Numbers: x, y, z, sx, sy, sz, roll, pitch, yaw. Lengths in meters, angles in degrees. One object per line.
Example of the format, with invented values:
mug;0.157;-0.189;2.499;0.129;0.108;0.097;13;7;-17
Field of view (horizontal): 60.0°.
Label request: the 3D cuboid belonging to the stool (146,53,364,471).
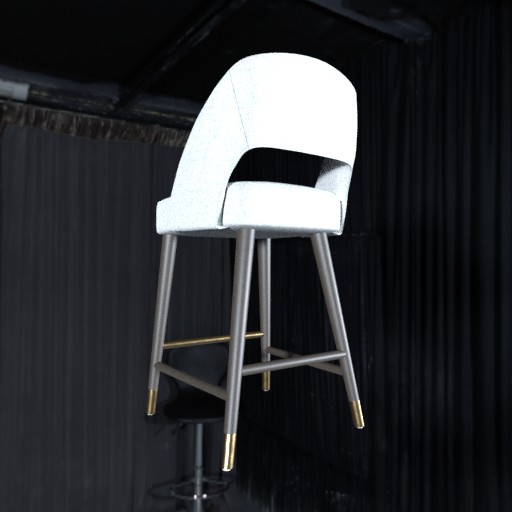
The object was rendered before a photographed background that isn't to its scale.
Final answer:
stool;0.000;0.000;1.255;0.494;0.940;0.509;1;-1;-35
